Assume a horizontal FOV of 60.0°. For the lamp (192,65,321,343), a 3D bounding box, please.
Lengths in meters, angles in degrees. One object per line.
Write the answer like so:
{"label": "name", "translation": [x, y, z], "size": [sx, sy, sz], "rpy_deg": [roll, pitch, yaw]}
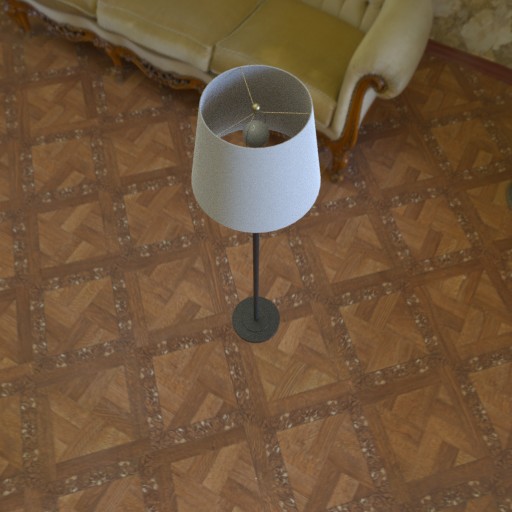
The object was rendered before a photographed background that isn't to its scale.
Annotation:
{"label": "lamp", "translation": [0.000, 0.000, 1.623], "size": [0.348, 1.473, 0.348], "rpy_deg": [-15, 64, -8]}
